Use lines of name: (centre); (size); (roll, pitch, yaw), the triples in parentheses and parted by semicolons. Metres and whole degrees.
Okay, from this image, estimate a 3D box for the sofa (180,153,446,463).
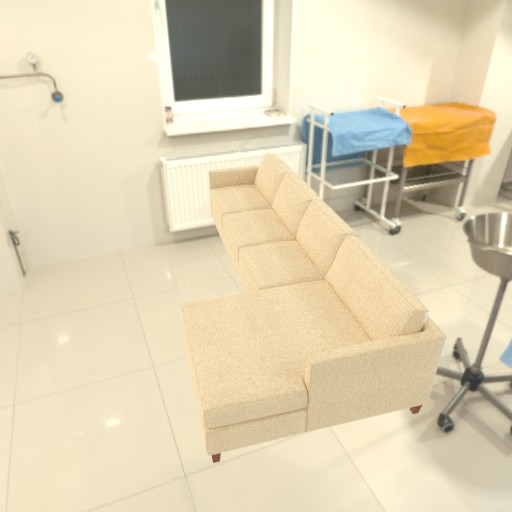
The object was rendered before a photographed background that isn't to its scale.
sofa: (0.000, 0.000, 4.187); (1.603, 0.954, 3.471); (-8, 31, -13)
